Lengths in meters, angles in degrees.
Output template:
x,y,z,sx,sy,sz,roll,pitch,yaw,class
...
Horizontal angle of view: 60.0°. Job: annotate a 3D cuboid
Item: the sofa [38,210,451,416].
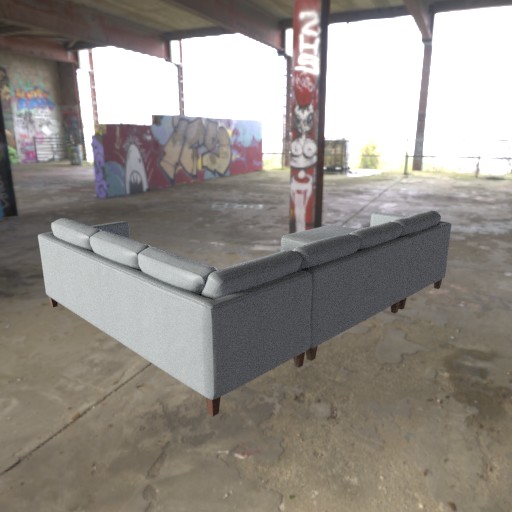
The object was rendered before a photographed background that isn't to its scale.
x,y,z,sx,sy,sz,roll,pitch,yaw,class
0.000,0.000,4.387,2.551,0.853,3.238,15,22,43,sofa
